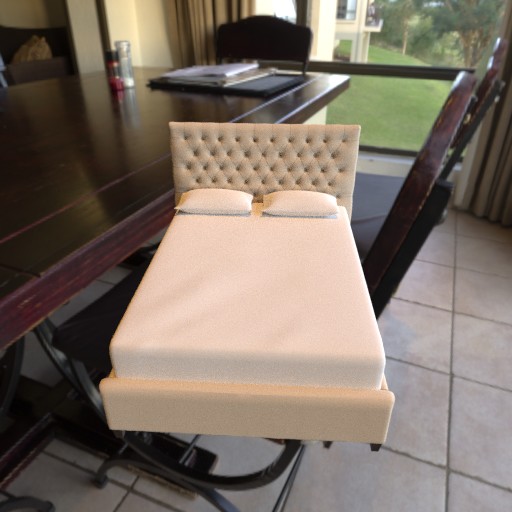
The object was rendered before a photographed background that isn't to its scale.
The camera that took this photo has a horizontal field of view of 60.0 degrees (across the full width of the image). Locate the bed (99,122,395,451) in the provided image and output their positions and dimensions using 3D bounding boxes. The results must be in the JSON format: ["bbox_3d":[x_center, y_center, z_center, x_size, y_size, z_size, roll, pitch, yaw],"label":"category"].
[{"bbox_3d":[0.000,0.000,3.306,1.696,1.426,2.233,2,31,3],"label":"bed"}]
